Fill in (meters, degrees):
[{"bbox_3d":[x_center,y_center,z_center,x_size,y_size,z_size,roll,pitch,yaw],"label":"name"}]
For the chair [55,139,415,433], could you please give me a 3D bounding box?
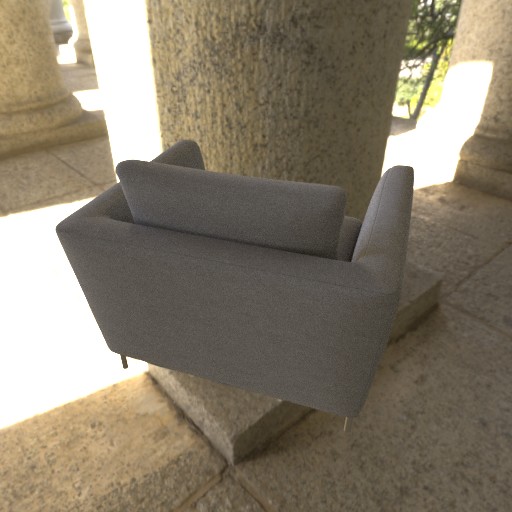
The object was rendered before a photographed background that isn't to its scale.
[{"bbox_3d":[0.000,0.000,1.679,1.041,0.864,0.889,11,34,16],"label":"chair"}]
